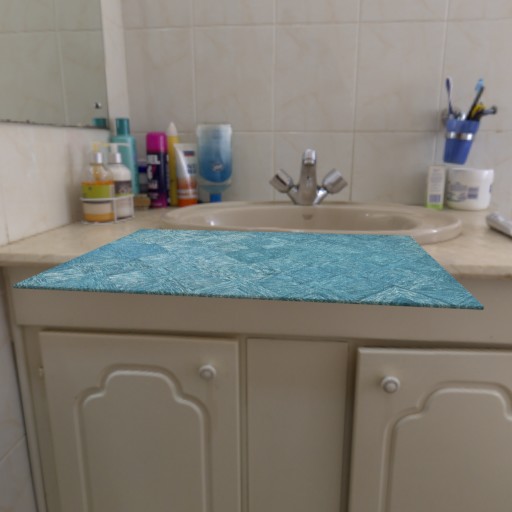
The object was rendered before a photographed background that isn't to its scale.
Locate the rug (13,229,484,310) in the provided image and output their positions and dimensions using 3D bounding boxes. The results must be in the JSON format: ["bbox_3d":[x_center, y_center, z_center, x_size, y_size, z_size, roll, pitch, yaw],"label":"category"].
[{"bbox_3d":[0.000,0.000,4.138,3.217,0.027,2.405,2,13,8],"label":"rug"}]
